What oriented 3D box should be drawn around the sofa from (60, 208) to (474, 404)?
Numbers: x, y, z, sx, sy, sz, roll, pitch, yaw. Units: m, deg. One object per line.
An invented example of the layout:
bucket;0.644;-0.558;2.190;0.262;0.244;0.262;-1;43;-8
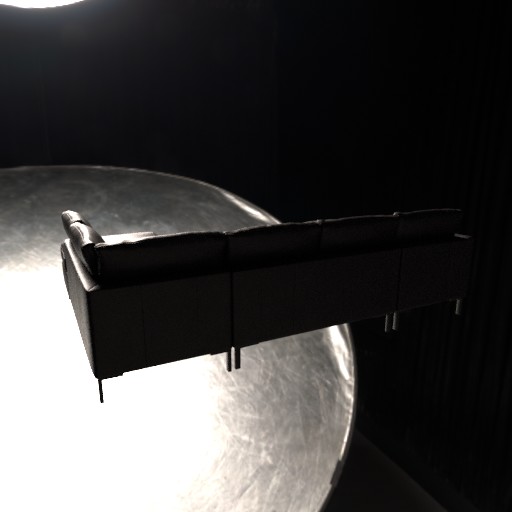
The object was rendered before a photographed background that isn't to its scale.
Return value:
sofa;0.000;0.000;3.769;2.956;0.900;1.939;-7;16;-26
